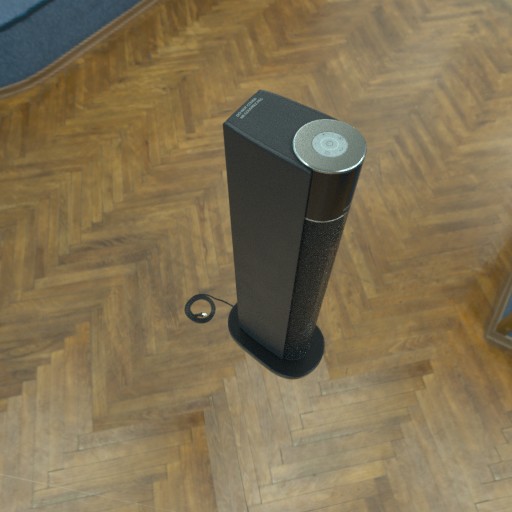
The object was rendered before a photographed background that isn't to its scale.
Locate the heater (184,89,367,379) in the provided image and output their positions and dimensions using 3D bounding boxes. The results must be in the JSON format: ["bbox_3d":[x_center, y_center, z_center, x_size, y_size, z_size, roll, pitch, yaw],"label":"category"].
[{"bbox_3d":[0.000,0.000,1.053,0.458,0.856,0.214,31,63,18],"label":"heater"}]
